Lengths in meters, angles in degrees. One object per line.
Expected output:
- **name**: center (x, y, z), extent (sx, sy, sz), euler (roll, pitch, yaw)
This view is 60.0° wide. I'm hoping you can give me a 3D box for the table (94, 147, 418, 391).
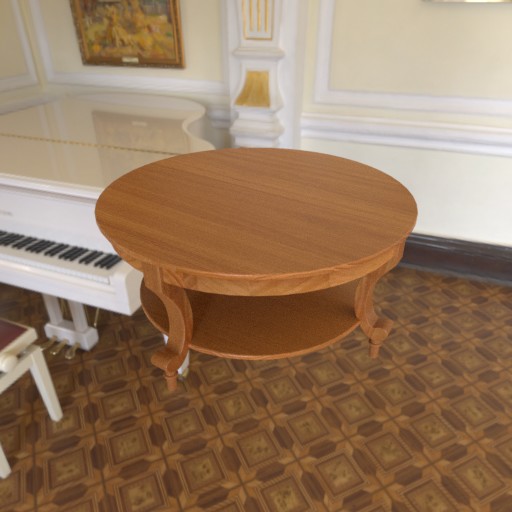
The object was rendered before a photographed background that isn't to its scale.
- **table**: center (0.000, 0.000, 1.591), extent (1.029, 0.490, 1.029), euler (0, 30, 0)
